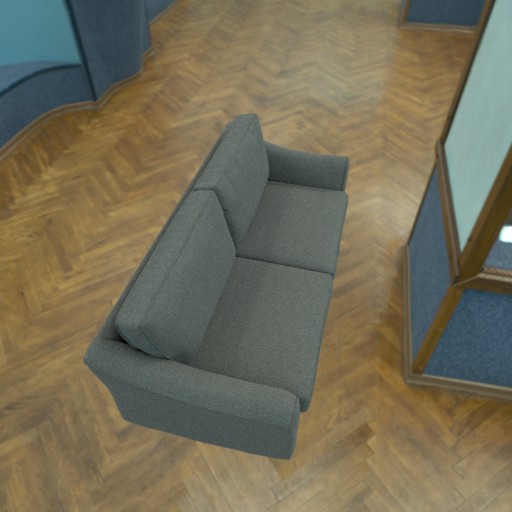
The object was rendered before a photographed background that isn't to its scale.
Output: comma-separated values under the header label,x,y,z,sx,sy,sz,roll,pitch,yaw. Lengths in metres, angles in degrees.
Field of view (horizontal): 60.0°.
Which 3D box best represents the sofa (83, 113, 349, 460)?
label,x,y,z,sx,sy,sz,roll,pitch,yaw
sofa,0.000,0.000,2.792,1.013,0.976,2.203,10,46,10
